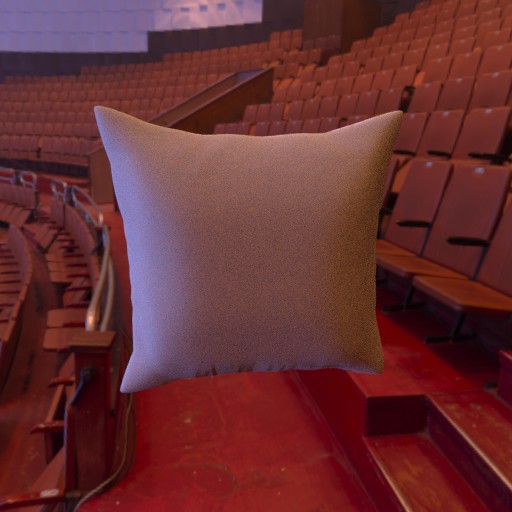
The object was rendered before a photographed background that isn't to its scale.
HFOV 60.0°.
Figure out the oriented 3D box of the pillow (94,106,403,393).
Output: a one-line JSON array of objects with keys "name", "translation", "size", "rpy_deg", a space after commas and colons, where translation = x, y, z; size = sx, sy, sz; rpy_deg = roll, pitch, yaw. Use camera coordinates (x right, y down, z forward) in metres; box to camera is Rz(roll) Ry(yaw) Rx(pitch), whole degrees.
[{"name": "pillow", "translation": [0.000, 0.000, 0.777], "size": [0.504, 0.494, 0.188], "rpy_deg": [-2, 14, -8]}]
